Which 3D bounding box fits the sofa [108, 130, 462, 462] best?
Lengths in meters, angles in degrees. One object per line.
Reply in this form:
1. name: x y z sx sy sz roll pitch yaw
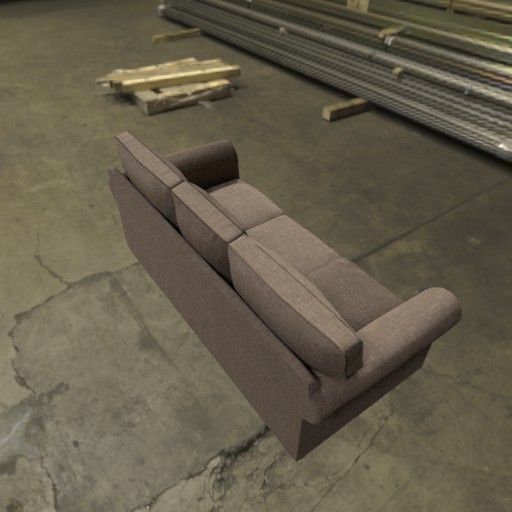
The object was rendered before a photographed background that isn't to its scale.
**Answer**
1. sofa: 0.000 0.000 2.572 0.916 0.961 2.084 -25 47 -26
